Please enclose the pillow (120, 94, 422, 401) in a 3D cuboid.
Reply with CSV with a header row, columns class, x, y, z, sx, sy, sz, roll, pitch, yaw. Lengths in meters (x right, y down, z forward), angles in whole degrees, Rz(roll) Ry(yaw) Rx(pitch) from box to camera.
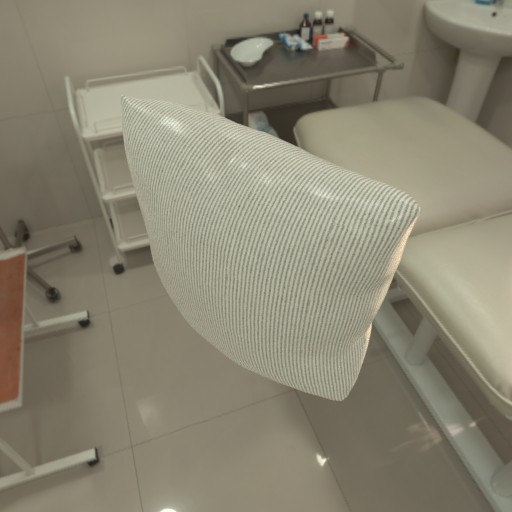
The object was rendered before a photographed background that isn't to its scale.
class,x,y,z,sx,sy,sz,roll,pitch,yaw
pillow,0.000,0.000,0.702,0.310,0.432,0.387,-15,48,-14
